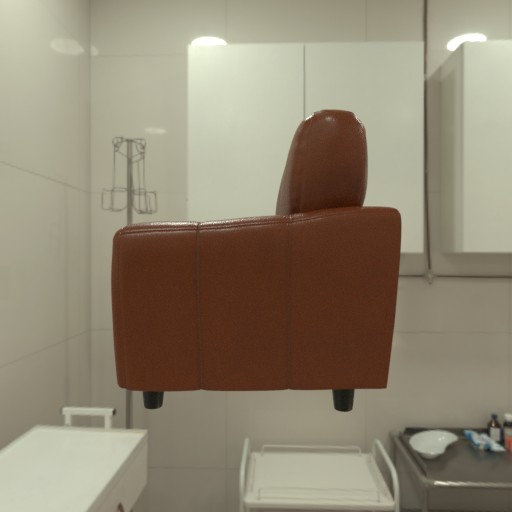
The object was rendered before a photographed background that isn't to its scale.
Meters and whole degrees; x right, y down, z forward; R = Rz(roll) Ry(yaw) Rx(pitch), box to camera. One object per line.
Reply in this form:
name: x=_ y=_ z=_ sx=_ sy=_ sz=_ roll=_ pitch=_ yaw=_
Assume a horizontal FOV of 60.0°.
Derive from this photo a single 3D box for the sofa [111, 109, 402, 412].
sofa: x=0.000 y=0.000 z=1.555 sx=0.789 sy=0.876 sz=0.836 roll=0 pitch=0 yaw=2
